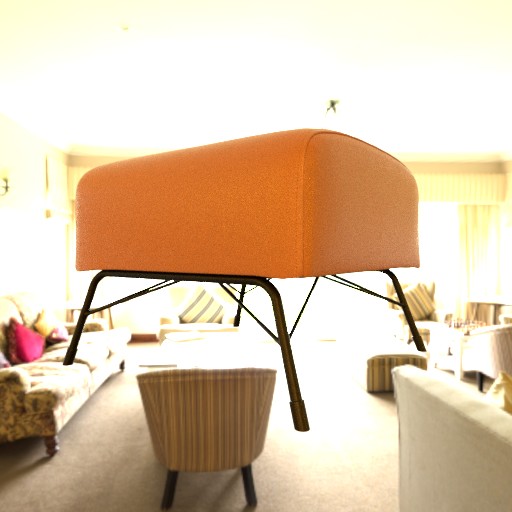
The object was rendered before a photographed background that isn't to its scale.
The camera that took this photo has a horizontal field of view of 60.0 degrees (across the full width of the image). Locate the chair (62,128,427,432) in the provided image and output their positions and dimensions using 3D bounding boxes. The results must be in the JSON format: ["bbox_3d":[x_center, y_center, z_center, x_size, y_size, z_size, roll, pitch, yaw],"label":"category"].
[{"bbox_3d":[0.000,0.000,0.893,0.530,0.410,0.530,1,1,36],"label":"chair"}]
